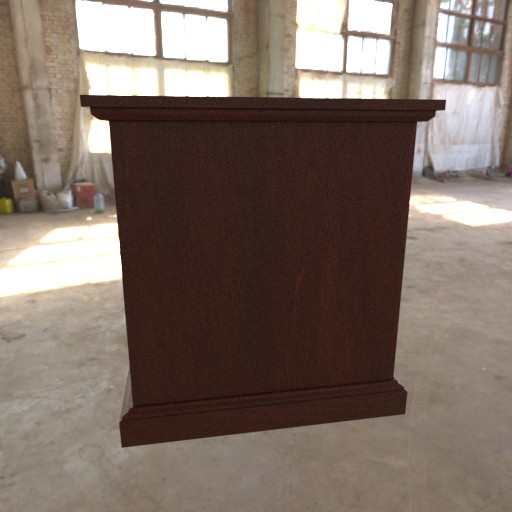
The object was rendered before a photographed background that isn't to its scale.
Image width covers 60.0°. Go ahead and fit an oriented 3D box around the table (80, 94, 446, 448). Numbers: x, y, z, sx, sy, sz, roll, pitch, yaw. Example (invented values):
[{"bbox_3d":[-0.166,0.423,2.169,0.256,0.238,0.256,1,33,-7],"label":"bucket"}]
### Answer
[{"bbox_3d":[0.000,0.000,0.943,0.584,0.612,0.356,-3,16,-10],"label":"table"}]
